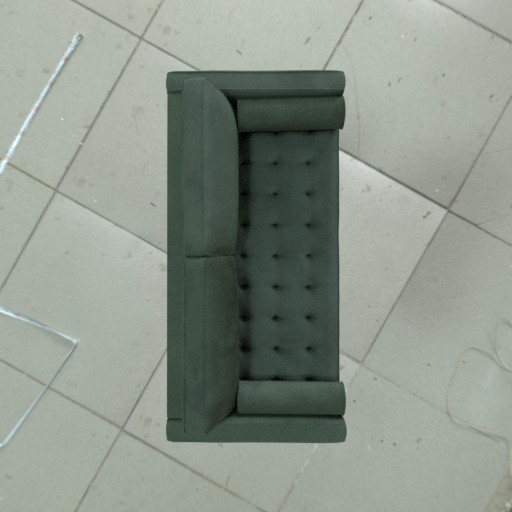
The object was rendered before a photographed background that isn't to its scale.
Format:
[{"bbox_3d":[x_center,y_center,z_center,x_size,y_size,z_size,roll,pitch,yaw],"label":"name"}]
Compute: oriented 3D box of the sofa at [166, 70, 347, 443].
[{"bbox_3d":[0.000,0.000,2.382,0.916,0.772,1.880,0,90,1],"label":"sofa"}]
